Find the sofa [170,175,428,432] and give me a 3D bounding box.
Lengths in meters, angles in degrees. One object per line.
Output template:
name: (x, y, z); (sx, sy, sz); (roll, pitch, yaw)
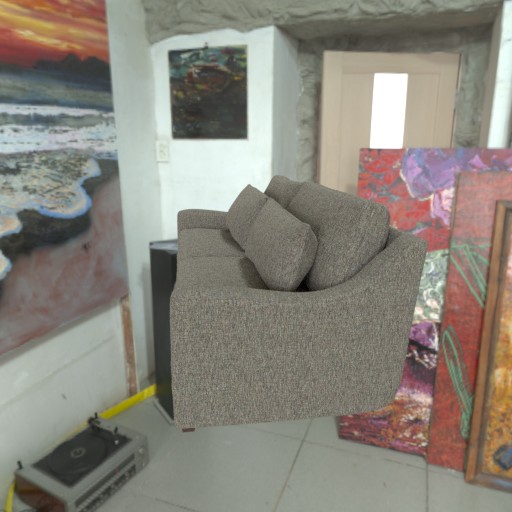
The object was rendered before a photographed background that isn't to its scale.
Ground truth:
sofa: (0.000, 0.000, 2.996); (1.103, 0.998, 2.418); (-2, 15, -9)
